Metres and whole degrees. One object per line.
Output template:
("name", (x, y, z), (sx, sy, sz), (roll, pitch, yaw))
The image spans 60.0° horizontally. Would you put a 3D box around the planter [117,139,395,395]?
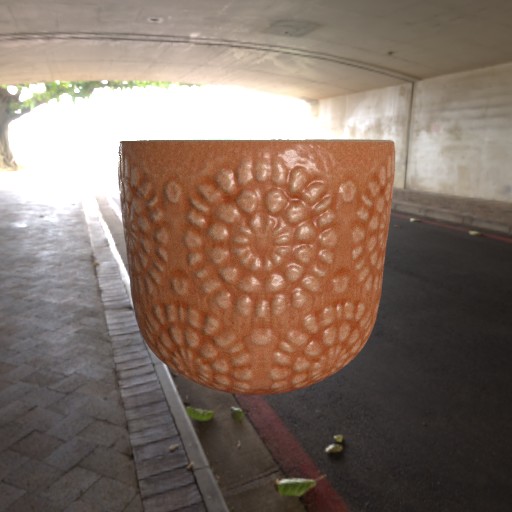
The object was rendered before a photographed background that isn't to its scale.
("planter", (0.000, 0.000, 0.217), (0.124, 0.109, 0.124), (0, 14, 0))
